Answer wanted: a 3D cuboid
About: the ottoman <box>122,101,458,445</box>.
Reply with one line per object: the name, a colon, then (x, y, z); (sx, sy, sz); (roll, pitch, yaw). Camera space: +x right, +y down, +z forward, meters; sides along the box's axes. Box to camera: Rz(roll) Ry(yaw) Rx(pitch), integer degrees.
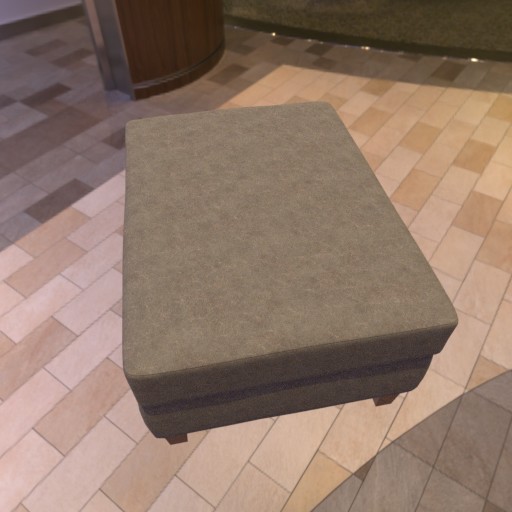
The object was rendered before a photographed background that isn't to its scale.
ottoman: (0.000, 0.000, 1.202); (0.639, 0.464, 0.839); (-8, 48, -7)
